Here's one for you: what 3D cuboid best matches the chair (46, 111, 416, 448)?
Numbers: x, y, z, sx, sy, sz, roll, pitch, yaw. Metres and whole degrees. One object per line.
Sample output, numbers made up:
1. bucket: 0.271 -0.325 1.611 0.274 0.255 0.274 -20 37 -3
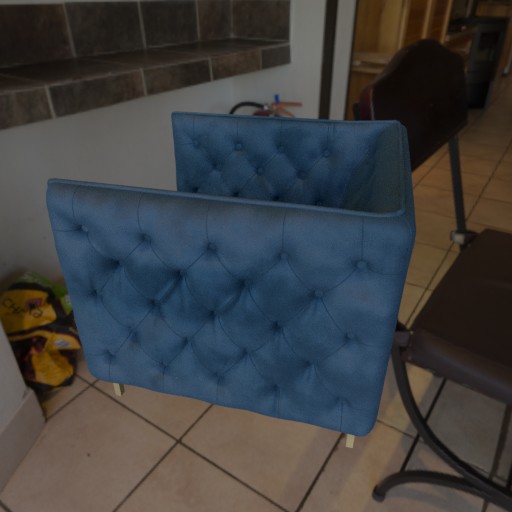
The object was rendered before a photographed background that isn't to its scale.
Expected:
1. chair: 0.000 0.000 1.483 0.877 0.771 0.868 8 32 13
